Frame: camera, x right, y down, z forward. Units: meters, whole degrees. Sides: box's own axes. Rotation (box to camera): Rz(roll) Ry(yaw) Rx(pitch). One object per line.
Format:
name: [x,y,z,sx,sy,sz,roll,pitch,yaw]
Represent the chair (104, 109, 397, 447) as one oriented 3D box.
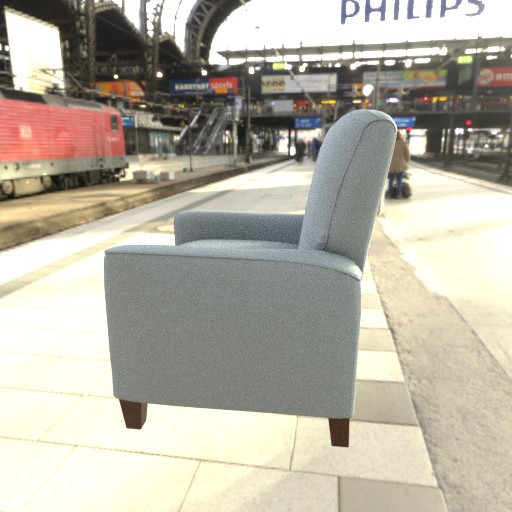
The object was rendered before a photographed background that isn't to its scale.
chair: [0.000,0.000,1.645,0.846,1.007,0.853,2,14,7]
